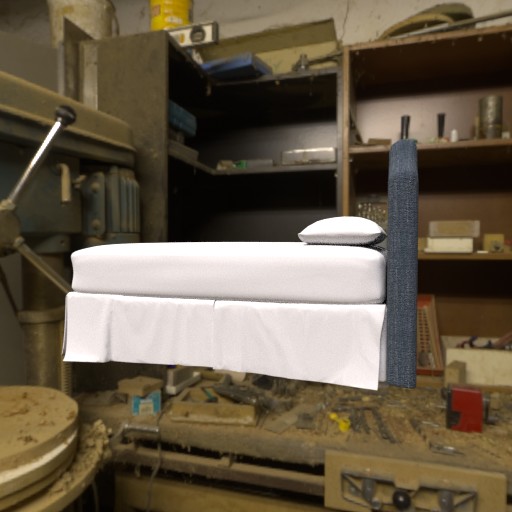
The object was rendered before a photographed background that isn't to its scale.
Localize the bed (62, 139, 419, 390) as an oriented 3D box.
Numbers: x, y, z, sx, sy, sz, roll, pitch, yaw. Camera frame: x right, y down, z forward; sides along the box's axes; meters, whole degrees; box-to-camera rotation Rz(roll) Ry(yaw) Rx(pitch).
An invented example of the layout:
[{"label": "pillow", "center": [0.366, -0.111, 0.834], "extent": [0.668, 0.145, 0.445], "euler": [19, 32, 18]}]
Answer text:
[{"label": "bed", "center": [0.000, 0.000, 3.318], "extent": [2.208, 1.297, 1.828], "euler": [1, 2, 18]}]
